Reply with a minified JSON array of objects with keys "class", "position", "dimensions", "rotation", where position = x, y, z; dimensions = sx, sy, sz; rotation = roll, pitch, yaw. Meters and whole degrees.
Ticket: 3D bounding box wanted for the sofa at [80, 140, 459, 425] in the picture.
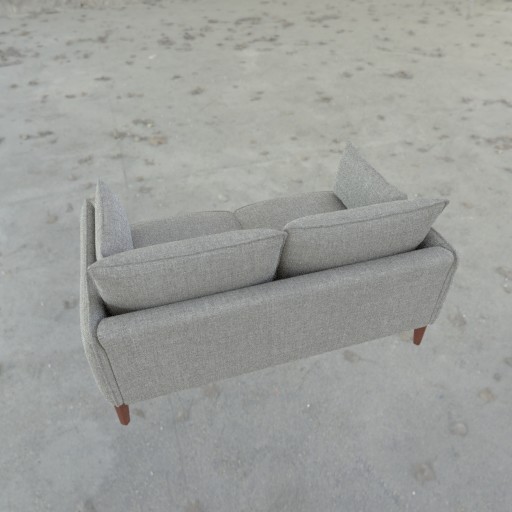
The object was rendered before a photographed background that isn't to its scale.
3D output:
[{"class":"sofa","position":[0.000,0.000,2.136],"dimensions":[1.580,0.851,0.972],"rotation":[-11,42,-13]}]
